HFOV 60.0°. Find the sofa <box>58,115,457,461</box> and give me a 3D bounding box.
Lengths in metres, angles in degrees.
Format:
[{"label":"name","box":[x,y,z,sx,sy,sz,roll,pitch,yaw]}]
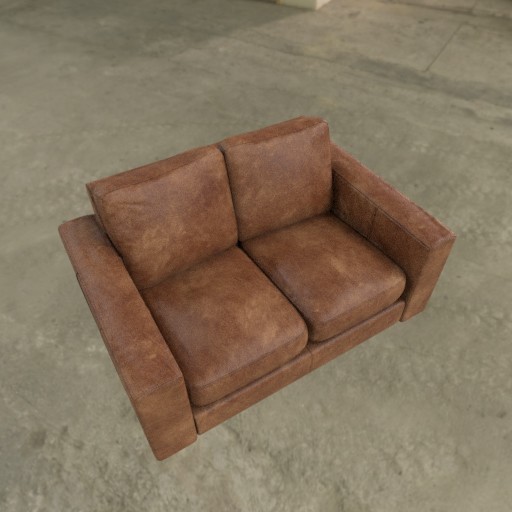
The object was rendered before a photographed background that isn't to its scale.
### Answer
[{"label":"sofa","box":[0.000,0.000,2.227,1.626,0.889,1.041,-23,50,-21]}]
